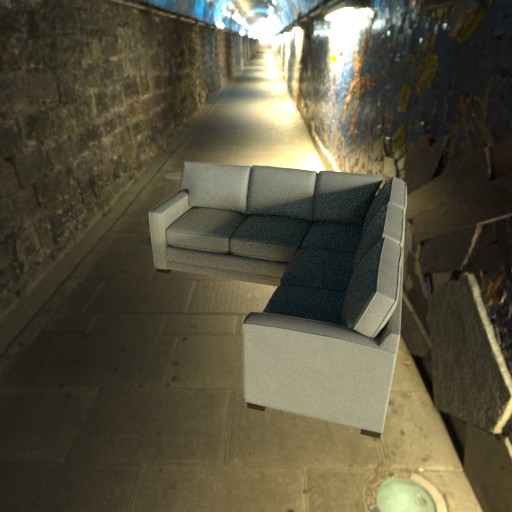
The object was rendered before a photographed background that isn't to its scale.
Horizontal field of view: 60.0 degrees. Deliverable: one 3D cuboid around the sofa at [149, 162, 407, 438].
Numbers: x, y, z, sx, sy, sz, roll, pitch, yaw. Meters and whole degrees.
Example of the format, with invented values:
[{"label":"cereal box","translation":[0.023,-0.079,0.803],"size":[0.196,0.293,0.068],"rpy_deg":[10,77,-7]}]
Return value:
[{"label":"sofa","translation":[0.000,0.000,3.474],"size":[2.188,0.936,2.211],"rpy_deg":[8,27,15]}]
